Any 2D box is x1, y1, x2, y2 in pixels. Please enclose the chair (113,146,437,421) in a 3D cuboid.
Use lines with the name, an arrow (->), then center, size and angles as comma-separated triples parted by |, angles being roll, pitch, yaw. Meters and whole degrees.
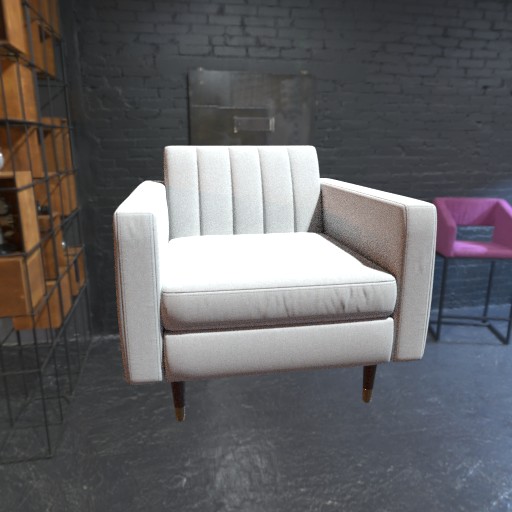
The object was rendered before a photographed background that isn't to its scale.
chair -> 0.000, 0.000, 1.711 | 0.953, 0.819, 0.998 | -2, 15, -9
